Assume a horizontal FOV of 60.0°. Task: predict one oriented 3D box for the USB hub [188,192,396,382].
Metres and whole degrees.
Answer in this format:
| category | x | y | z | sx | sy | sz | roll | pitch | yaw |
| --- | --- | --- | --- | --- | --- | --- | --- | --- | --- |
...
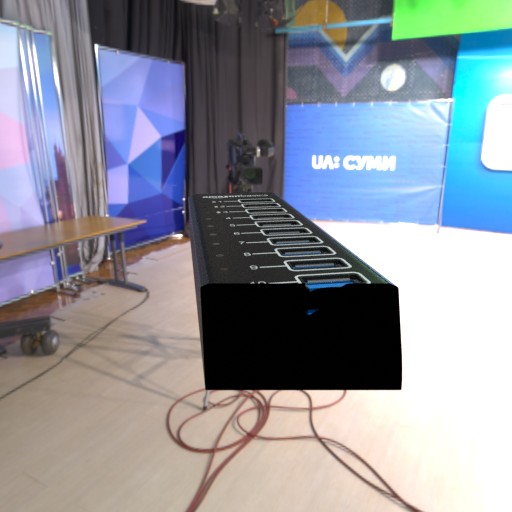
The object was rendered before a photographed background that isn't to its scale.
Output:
| category | x | y | z | sx | sy | sz | roll | pitch | yaw |
| --- | --- | --- | --- | --- | --- | --- | --- | --- | --- |
| USB hub | 0.000 | 0.000 | 0.159 | 0.044 | 0.023 | 0.145 | -3 | 17 | -9 |
